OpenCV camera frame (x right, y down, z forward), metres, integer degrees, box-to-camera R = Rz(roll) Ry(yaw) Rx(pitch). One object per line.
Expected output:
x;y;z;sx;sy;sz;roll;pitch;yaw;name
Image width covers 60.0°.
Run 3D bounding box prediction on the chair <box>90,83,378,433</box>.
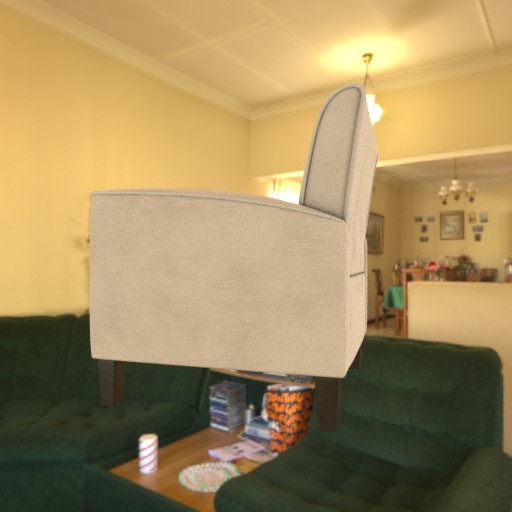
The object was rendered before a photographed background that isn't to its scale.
0.000;0.000;1.592;0.821;0.915;0.820;0;-1;18;chair
